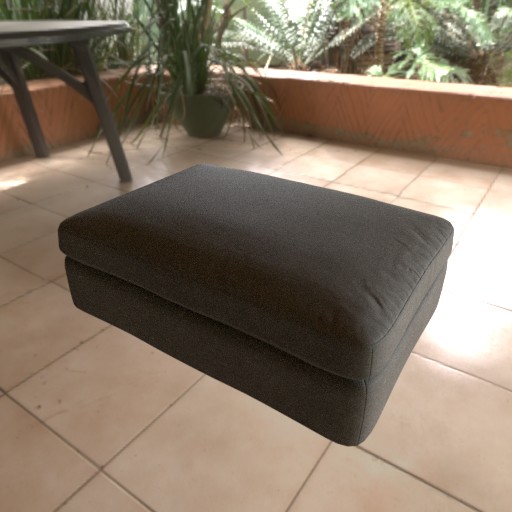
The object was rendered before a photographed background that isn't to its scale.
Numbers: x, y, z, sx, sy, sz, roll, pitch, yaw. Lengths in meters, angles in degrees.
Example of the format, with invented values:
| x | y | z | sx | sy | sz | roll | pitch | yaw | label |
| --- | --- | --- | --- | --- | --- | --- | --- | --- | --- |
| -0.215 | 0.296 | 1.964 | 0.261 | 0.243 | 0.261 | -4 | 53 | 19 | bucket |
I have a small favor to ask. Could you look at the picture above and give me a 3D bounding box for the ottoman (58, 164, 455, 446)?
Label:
| x | y | z | sx | sy | sz | roll | pitch | yaw | label |
| --- | --- | --- | --- | --- | --- | --- | --- | --- | --- |
| 0.000 | 0.000 | 1.616 | 1.199 | 0.429 | 0.840 | 18 | 35 | 29 | ottoman |
